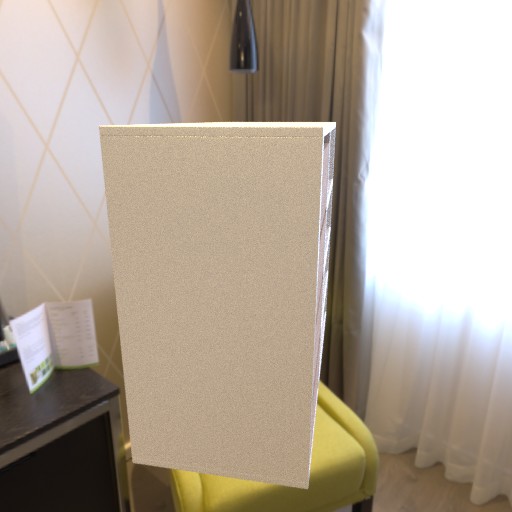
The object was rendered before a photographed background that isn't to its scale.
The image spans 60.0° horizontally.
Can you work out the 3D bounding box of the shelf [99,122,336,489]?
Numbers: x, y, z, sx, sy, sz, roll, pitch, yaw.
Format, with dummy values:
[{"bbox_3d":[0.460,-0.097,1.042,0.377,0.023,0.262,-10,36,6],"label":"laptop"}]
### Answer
[{"bbox_3d":[0.000,0.000,1.279,0.396,0.732,0.895,3,18,10],"label":"shelf"}]
